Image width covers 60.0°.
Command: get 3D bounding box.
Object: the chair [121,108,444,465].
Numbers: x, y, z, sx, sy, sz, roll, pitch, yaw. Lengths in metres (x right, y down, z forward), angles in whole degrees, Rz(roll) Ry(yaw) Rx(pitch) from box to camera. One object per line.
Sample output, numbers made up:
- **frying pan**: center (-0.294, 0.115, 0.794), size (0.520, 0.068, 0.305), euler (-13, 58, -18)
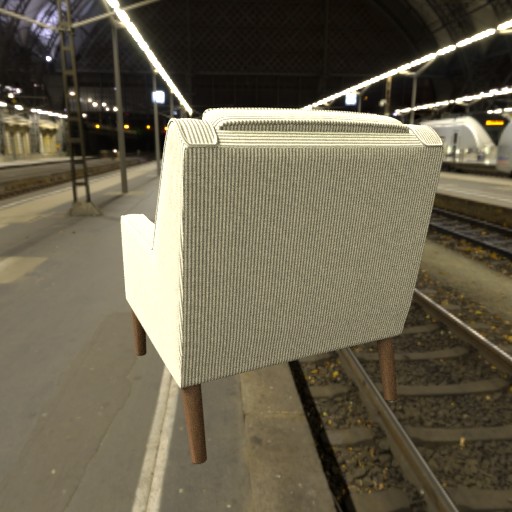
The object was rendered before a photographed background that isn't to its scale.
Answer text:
- **chair**: center (0.000, 0.000, 1.313), size (0.663, 0.792, 0.743), euler (-7, 16, -26)
